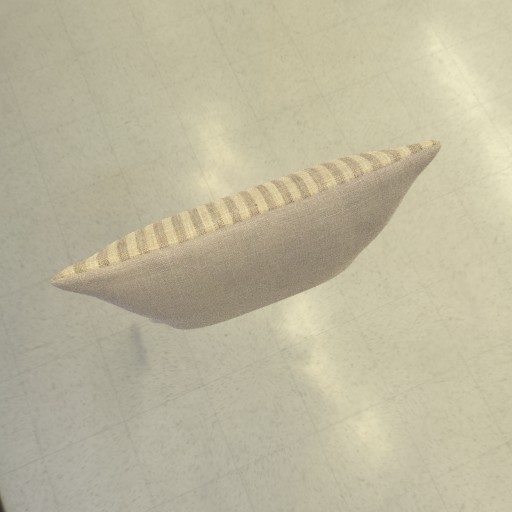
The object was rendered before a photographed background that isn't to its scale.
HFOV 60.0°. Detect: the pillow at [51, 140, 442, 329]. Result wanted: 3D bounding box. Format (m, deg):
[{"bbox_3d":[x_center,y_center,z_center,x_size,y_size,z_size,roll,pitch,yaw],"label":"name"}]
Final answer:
[{"bbox_3d":[0.000,0.000,0.792,0.523,0.510,0.166,-20,76,-5],"label":"pillow"}]
